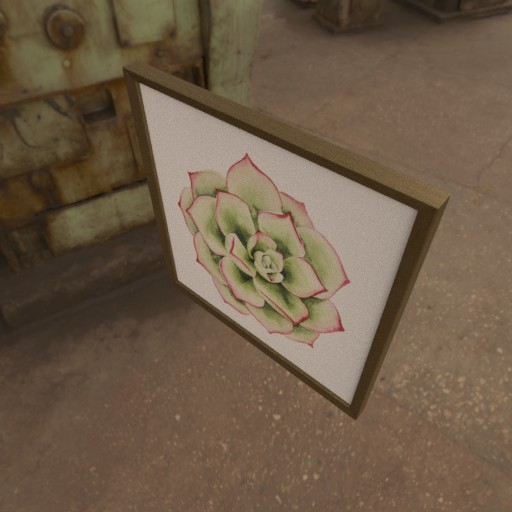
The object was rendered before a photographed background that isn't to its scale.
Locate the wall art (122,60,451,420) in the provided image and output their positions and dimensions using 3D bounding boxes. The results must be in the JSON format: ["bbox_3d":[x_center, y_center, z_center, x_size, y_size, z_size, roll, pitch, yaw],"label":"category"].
[{"bbox_3d":[0.000,0.000,0.744,0.503,0.506,0.031,32,54,26],"label":"wall art"}]
